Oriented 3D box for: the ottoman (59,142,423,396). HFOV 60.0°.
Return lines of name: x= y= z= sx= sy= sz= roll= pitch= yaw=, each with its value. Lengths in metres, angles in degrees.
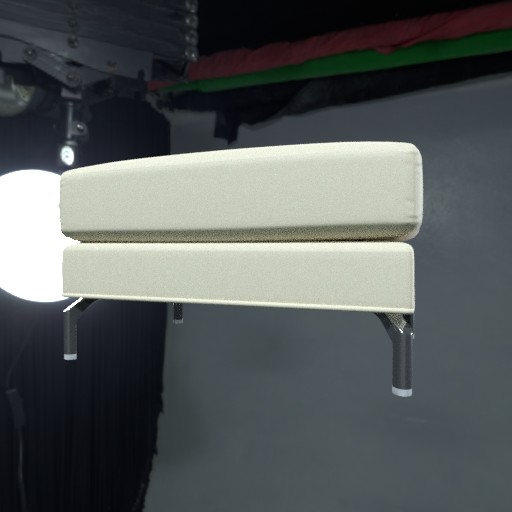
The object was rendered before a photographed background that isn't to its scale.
ottoman: x=0.000 y=0.000 z=1.198 sx=0.835 sy=0.497 sz=0.581 roll=0 pitch=1 yaw=20
